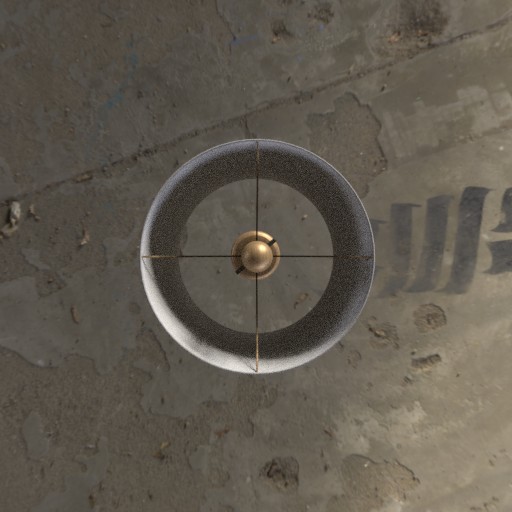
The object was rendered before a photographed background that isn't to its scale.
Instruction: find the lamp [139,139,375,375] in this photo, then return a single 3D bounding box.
[{"bbox_3d":[0.000,0.000,0.746,0.250,0.597,0.250,0,90,0],"label":"lamp"}]
